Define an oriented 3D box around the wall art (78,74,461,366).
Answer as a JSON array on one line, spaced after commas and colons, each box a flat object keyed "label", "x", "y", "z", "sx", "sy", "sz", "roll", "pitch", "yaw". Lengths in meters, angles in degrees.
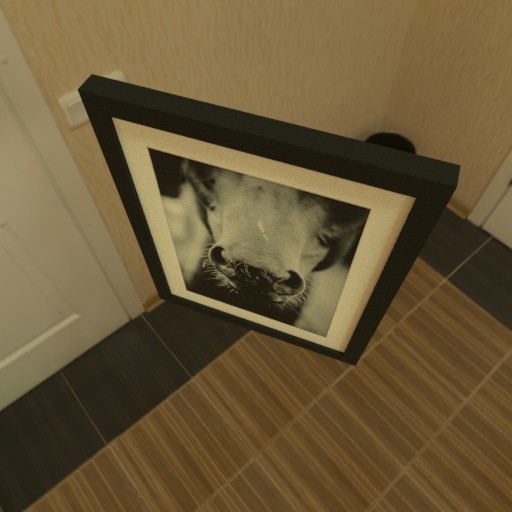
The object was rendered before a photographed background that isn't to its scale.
[{"label": "wall art", "x": 0.000, "y": 0.000, "z": 0.745, "sx": 0.457, "sy": 0.559, "sz": 0.033, "roll": 17, "pitch": 59, "yaw": 11}]
